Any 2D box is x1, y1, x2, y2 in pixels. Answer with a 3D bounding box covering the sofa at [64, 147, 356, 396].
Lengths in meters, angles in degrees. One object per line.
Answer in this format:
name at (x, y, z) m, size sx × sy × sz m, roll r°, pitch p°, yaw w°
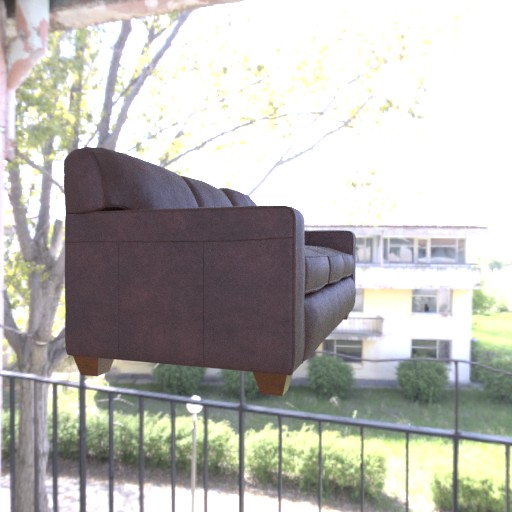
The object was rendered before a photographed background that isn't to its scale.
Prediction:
sofa at (0.000, 0.000, 2.571) m, size 1.008 × 0.953 × 2.039 m, roll 0°, pitch 0°, yaw 18°
